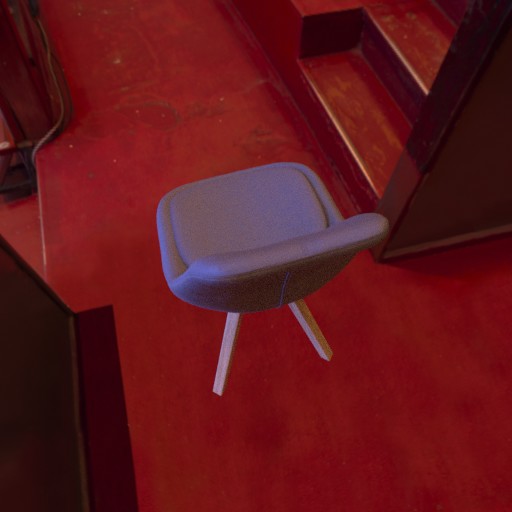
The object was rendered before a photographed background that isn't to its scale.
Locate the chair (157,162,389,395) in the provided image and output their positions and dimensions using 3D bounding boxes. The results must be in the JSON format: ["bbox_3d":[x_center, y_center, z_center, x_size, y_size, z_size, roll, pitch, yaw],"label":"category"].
[{"bbox_3d":[0.000,0.000,1.191,0.483,0.865,0.547,-15,60,-9],"label":"chair"}]
